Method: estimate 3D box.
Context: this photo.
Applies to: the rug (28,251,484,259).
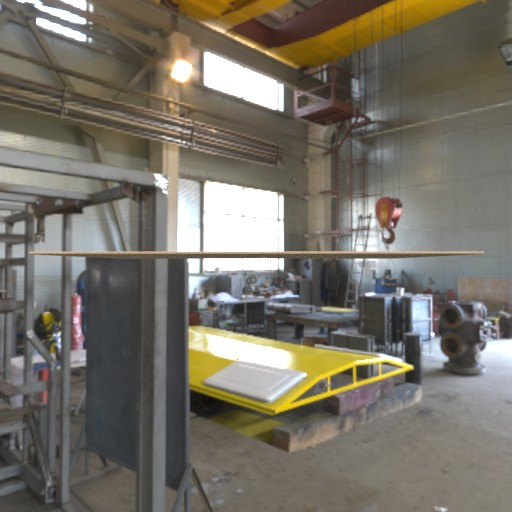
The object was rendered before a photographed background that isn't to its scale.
[{"bbox_3d":[0.000,0.000,2.967,2.290,0.014,1.526,0,-1,1],"label":"rug"}]
